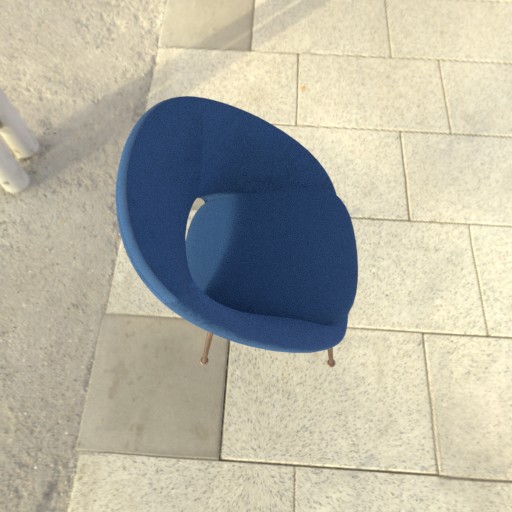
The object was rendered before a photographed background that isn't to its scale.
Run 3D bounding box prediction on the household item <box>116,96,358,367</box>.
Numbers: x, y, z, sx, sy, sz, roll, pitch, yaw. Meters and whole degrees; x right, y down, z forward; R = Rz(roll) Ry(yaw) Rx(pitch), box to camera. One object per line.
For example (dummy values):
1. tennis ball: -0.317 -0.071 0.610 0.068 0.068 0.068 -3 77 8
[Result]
1. household item: 0.000 0.000 1.273 0.573 0.852 0.623 1 65 0
